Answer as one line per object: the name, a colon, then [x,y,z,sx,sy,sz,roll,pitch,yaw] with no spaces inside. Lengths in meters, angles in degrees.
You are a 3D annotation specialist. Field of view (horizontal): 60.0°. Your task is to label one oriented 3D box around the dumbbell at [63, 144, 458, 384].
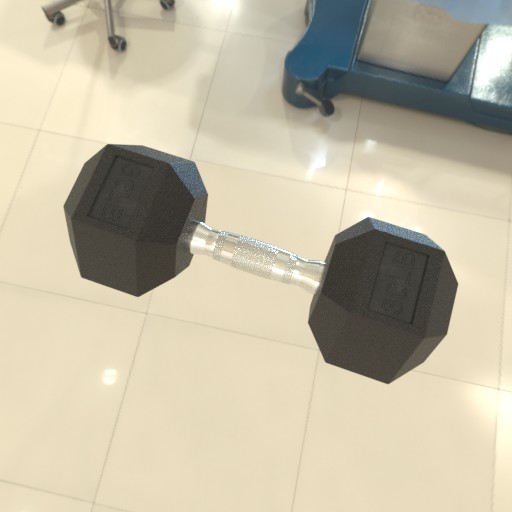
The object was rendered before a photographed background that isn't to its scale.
dumbbell: [0.000,0.000,0.409,0.337,0.123,0.142,18,75,5]
